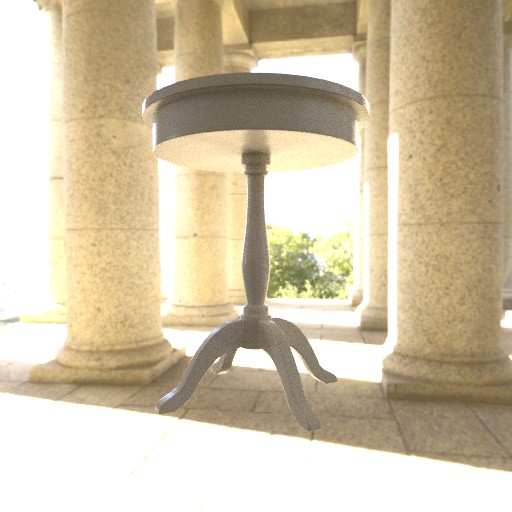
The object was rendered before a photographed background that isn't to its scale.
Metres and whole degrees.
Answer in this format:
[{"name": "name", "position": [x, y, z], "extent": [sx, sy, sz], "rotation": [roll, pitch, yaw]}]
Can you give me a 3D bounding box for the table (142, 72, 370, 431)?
[{"name": "table", "position": [0.000, 0.000, 1.036], "extent": [0.513, 0.653, 0.513], "rotation": [0, 1, 0]}]
